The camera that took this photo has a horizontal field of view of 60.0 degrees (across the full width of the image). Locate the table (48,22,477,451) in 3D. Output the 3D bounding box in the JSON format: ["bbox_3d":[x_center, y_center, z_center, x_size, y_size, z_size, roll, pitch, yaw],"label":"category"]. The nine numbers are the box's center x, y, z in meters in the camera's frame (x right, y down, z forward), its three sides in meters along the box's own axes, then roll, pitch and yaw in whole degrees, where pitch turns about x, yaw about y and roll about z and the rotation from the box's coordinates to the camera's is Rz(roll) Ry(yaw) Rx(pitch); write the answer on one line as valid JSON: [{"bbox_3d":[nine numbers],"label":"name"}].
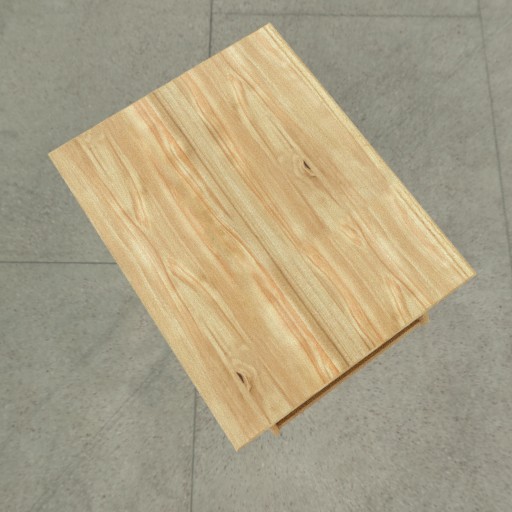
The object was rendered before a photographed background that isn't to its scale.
[{"bbox_3d":[0.000,0.000,0.846,0.380,0.515,0.530,-34,79,-8],"label":"table"}]
